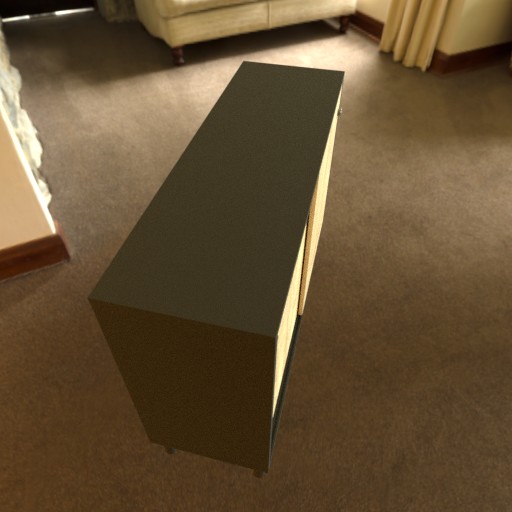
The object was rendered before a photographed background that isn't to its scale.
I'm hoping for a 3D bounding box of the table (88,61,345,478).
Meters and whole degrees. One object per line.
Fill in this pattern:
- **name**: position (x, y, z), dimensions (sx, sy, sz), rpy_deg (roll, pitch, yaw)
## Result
- **table**: position (0.000, 0.000, 1.571), dimensions (0.400, 0.855, 1.200), rpy_deg (10, 47, 10)
